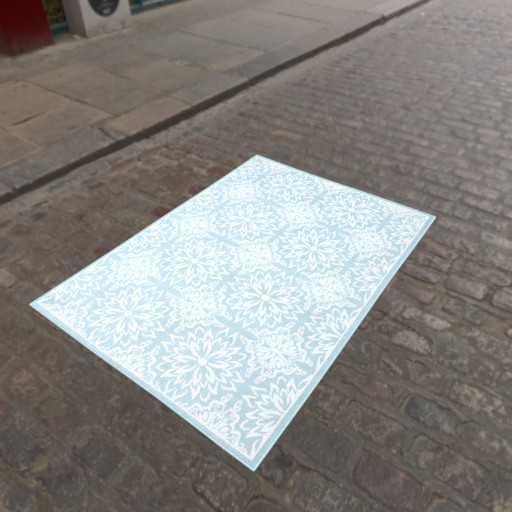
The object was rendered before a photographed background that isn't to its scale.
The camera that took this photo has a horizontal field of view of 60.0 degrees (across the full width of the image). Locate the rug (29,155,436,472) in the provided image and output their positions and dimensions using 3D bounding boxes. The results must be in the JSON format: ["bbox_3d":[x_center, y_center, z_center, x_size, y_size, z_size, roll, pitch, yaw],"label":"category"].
[{"bbox_3d":[0.000,0.000,2.840,1.589,0.014,2.205,25,47,27],"label":"rug"}]
